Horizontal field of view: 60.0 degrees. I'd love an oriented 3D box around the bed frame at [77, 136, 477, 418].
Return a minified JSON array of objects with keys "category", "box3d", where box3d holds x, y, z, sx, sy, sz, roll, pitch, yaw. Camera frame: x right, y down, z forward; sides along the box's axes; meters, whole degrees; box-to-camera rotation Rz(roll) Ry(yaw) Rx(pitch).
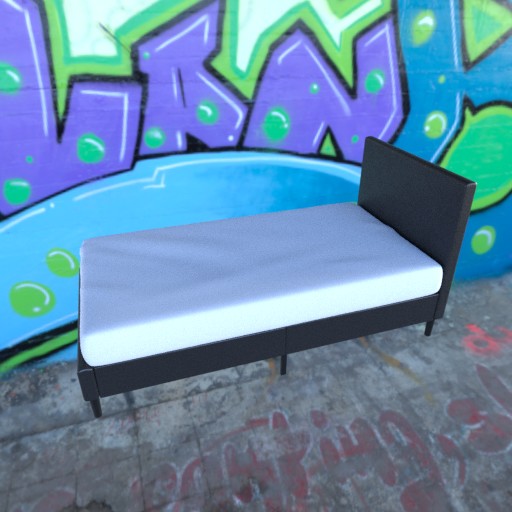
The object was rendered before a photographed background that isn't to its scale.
[{"category":"bed frame","box3d":[0.000,0.000,2.547,2.152,1.046,1.038,-9,31,-16]}]
